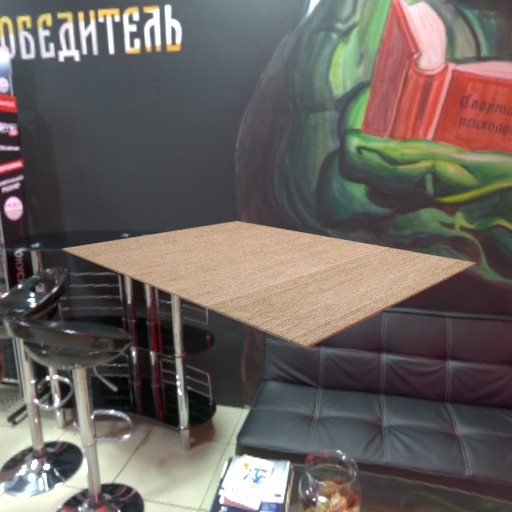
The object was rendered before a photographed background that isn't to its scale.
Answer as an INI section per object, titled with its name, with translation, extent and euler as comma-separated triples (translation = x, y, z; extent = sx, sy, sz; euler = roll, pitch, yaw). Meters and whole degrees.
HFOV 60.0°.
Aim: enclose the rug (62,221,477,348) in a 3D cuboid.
[rug]
translation = 0.000, 0.000, 4.257
extent = 2.425, 0.016, 3.198
euler = -14, 19, -43
